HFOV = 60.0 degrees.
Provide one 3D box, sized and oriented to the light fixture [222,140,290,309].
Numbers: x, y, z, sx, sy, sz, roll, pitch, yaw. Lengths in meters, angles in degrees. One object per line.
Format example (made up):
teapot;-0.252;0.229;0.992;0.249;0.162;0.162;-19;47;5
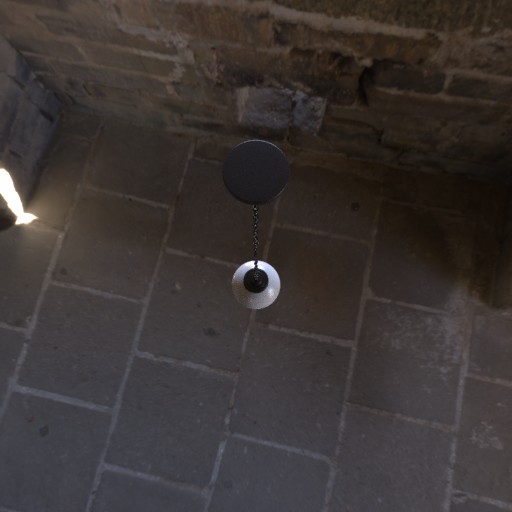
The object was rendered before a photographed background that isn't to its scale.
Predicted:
light fixture;0.000;0.000;2.034;0.304;1.867;0.305;-33;79;-7
